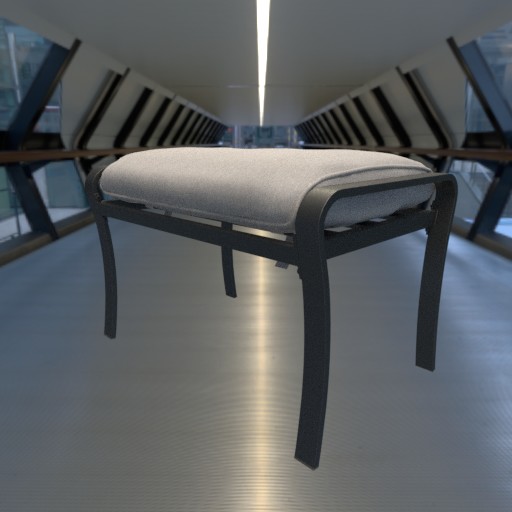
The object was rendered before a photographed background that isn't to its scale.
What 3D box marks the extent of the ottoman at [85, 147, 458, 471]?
[{"bbox_3d":[0.000,0.000,0.892,0.406,0.422,0.610,-15,21,-43],"label":"ottoman"}]
